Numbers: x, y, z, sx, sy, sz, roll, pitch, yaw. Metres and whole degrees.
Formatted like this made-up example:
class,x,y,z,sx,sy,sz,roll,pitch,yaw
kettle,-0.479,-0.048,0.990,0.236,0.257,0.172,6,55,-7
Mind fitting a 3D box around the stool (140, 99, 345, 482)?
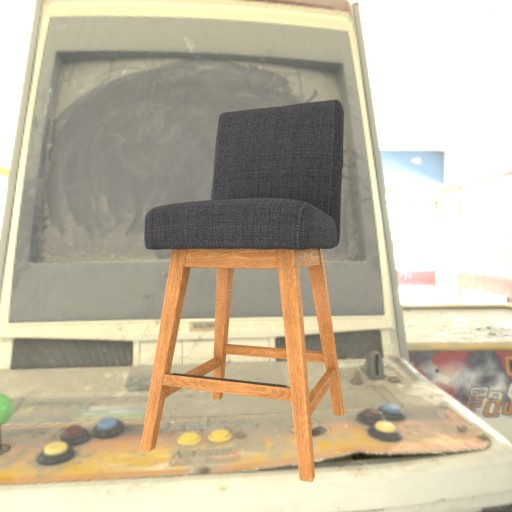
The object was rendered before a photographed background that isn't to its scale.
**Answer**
class,x,y,z,sx,sy,sz,roll,pitch,yaw
stool,0.000,0.000,1.306,0.459,1.010,0.526,0,1,20
